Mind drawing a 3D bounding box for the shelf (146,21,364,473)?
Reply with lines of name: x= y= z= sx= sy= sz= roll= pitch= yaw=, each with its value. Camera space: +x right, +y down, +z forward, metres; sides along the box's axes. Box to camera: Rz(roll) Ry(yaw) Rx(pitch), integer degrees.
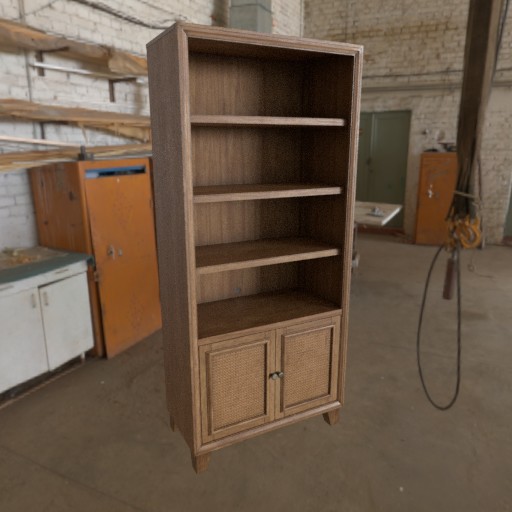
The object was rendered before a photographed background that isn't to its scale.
shelf: x=0.000 y=0.000 z=2.200 sx=0.864 sy=1.930 sz=0.453 roll=-7 pitch=16 yaw=-27
